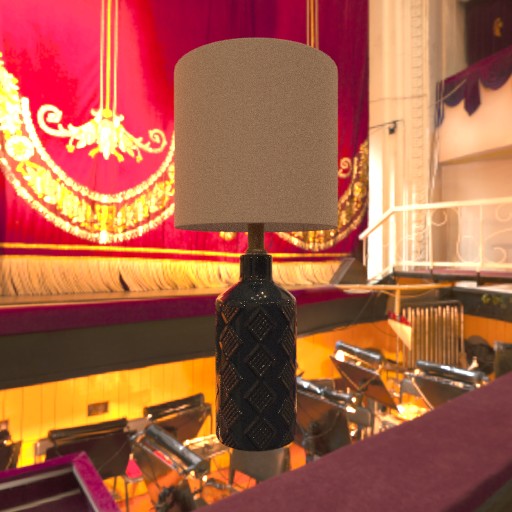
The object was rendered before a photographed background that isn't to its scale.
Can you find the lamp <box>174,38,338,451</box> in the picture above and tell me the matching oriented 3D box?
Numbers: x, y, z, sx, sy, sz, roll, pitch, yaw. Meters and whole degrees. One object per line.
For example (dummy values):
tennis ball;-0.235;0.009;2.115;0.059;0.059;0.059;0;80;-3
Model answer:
lamp;0.000;0.000;0.571;0.207;0.461;0.207;0;0;-37
